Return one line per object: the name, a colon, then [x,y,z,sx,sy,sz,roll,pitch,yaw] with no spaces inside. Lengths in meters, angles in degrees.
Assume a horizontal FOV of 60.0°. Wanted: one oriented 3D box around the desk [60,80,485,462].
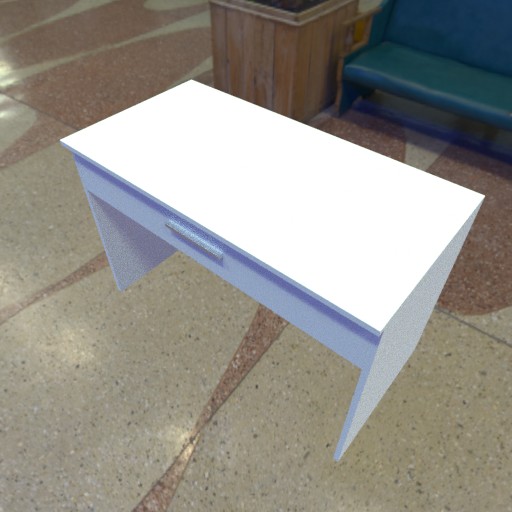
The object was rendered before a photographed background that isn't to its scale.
desk: [0.000,0.000,1.519,1.100,0.730,0.560,31,53,27]
